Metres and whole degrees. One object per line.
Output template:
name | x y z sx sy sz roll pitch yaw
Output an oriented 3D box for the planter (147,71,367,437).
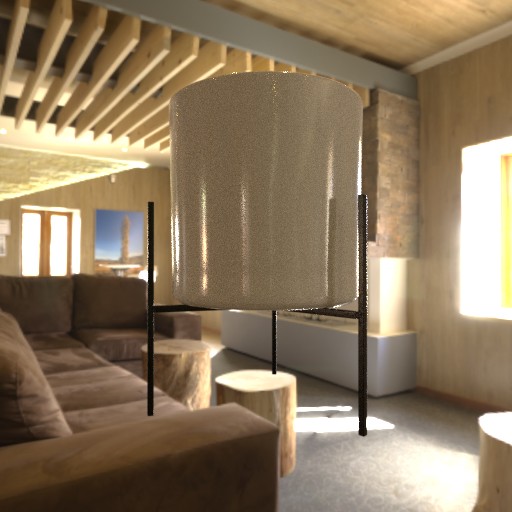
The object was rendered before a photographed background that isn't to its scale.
planter | 0.000 0.000 0.646 0.308 0.431 0.307 0 0 -18
